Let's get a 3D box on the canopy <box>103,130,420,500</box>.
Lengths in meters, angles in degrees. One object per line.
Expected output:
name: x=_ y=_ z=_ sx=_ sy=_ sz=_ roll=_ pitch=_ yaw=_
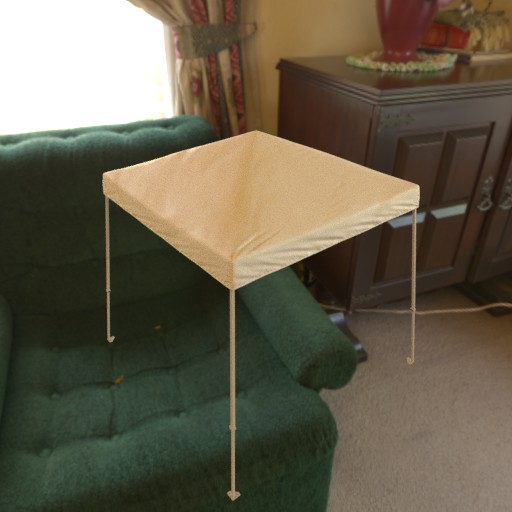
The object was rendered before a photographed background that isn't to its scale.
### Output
canopy: x=0.000 y=0.000 z=6.398 sx=3.600 sy=3.600 sz=3.599 roll=-22 pitch=37 yaw=-33
